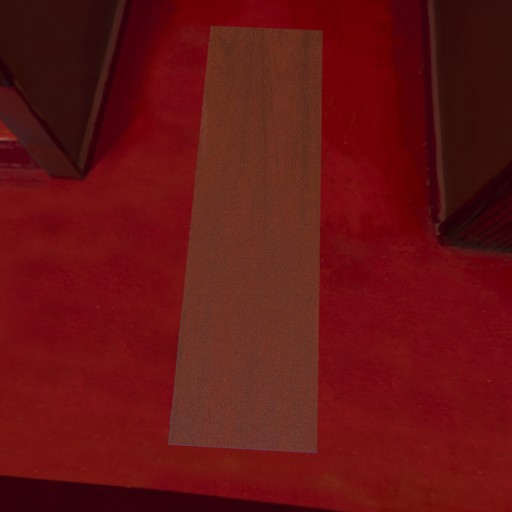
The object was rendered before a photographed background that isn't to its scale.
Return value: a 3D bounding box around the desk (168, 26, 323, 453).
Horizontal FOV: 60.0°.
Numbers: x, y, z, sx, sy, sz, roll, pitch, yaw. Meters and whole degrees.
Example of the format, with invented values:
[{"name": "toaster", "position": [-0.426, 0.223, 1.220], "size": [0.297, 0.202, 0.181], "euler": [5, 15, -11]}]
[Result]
[{"name": "desk", "position": [0.000, 0.000, 1.635], "size": [0.384, 0.917, 1.204], "euler": [3, 73, 1]}]
